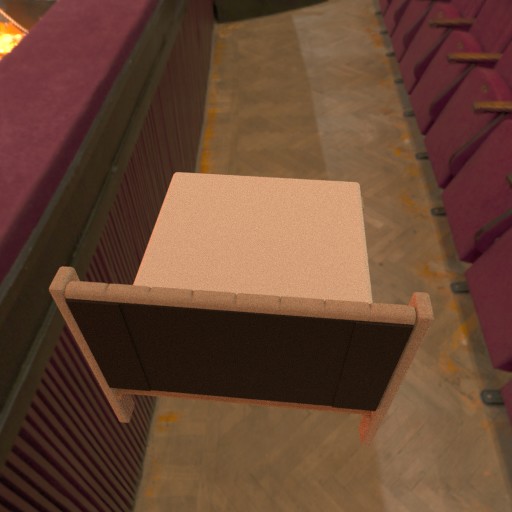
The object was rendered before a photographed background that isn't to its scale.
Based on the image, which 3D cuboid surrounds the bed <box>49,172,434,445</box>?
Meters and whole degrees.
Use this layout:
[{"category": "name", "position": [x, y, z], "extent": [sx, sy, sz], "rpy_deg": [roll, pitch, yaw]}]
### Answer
[{"category": "bed", "position": [0.000, 0.000, 3.733], "extent": [2.045, 1.743, 2.370], "rpy_deg": [4, 47, 4]}]
